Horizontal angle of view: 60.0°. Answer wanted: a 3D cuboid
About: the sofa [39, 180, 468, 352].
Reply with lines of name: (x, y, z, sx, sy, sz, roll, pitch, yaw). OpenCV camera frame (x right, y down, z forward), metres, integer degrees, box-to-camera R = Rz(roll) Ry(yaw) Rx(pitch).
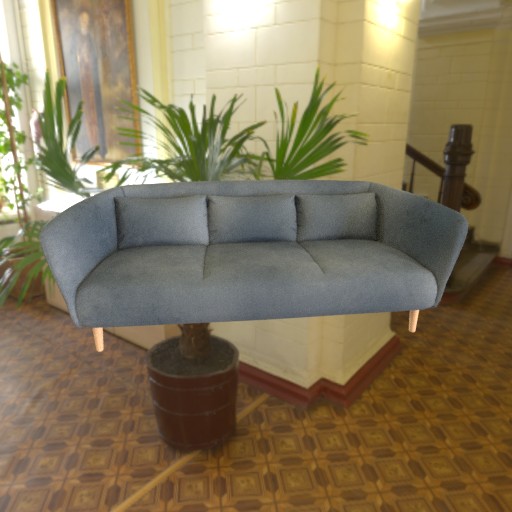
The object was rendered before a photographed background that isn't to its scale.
sofa: (0.000, 0.000, 2.594, 2.095, 0.795, 0.849, -2, 17, -7)
